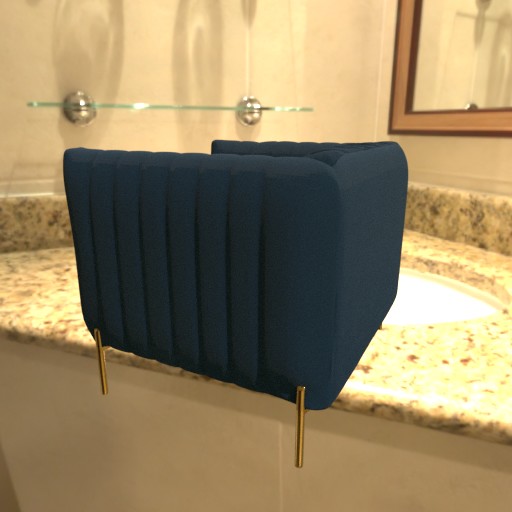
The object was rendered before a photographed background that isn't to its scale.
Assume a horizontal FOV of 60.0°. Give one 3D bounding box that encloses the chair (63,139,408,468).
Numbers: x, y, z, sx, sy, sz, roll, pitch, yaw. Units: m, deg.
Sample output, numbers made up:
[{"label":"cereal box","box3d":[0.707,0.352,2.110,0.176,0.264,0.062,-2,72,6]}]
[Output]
[{"label":"chair","box3d":[0.000,0.000,1.580,0.877,0.793,0.947,9,19,27]}]
